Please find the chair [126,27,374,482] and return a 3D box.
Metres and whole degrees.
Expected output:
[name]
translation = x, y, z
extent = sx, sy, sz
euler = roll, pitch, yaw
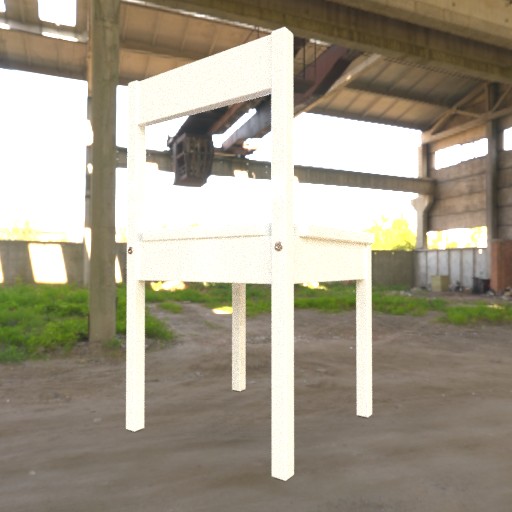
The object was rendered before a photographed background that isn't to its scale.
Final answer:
[chair]
translation = 0.000, 0.000, 0.894
extent = 0.367, 0.668, 0.361
euler = -1, -1, 35
